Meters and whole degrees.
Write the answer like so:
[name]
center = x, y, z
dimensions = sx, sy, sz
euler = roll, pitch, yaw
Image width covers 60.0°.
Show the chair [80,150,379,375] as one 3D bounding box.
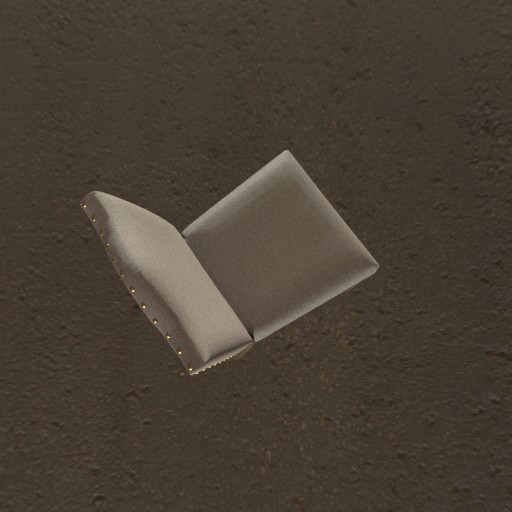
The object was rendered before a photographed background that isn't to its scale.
[chair]
center = 0.000, 0.000, 1.379
dimensions = 0.620, 1.020, 0.508
euler = -34, 79, -8
